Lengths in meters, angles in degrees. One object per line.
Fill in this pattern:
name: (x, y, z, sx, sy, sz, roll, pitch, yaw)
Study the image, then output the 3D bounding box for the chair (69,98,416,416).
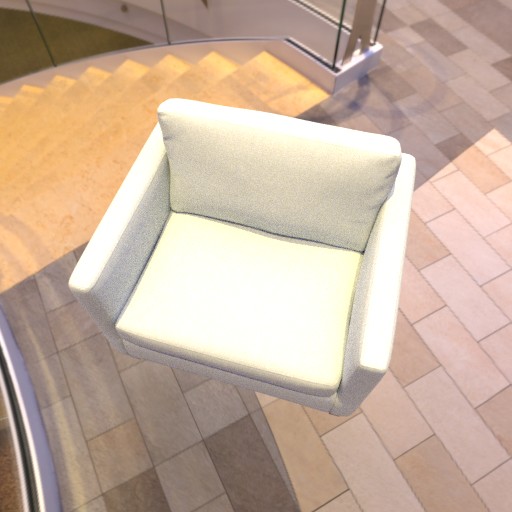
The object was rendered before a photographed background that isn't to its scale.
chair: (0.000, 0.000, 1.852, 1.107, 0.961, 0.953, 14, 59, 8)
